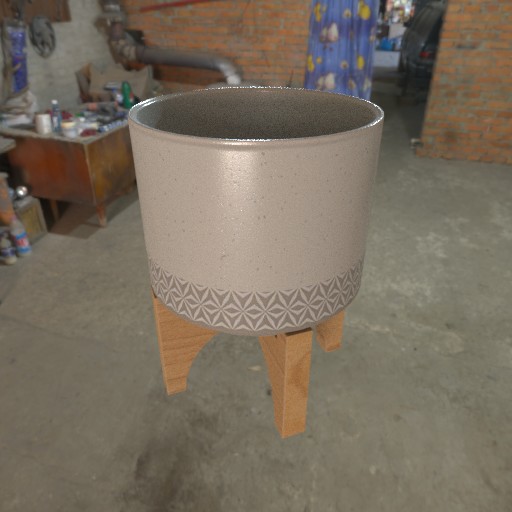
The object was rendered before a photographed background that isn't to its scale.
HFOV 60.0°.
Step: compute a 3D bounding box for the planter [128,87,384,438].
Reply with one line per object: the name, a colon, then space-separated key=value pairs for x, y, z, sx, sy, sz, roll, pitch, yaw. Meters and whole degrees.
planter: x=0.000 y=0.000 z=0.274 sx=0.130 sy=0.178 sz=0.130 roll=0 pitch=30 yaw=0
